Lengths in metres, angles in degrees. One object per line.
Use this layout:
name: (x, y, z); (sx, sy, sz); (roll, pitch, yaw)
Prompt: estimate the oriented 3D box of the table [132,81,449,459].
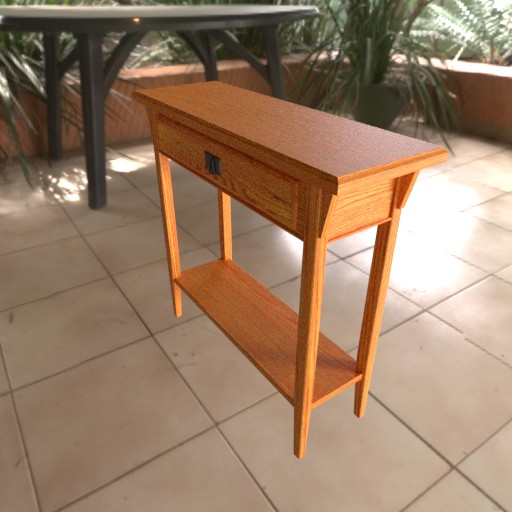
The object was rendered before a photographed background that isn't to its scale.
table: (0.000, 0.000, 1.125); (0.254, 0.711, 0.762); (-20, 36, -29)
